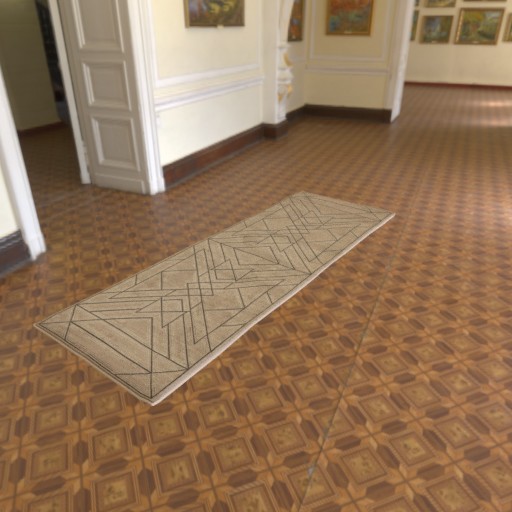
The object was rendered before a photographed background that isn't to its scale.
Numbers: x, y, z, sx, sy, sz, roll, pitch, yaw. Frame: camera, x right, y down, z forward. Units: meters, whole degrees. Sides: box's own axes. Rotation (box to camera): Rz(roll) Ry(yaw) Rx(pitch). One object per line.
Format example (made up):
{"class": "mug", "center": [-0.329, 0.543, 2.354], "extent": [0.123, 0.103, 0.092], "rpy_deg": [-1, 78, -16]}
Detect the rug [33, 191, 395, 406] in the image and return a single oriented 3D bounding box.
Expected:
{"class": "rug", "center": [0.000, 0.000, 2.694], "extent": [0.831, 0.036, 2.381], "rpy_deg": [19, 33, 32]}
